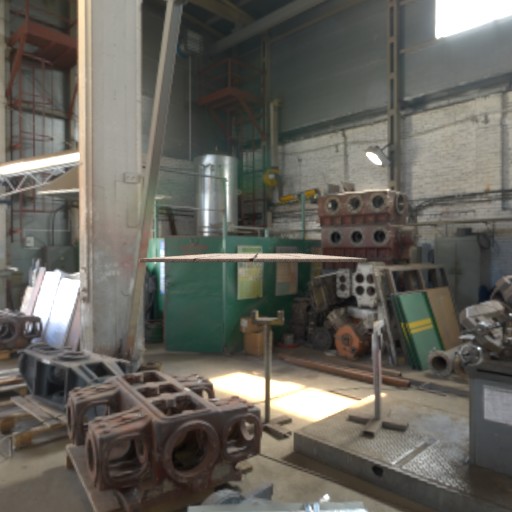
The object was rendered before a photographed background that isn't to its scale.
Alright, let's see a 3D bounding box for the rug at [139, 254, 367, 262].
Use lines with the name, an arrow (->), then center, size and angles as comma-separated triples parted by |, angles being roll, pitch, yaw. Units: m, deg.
rug -> 0.000, 0.000, 2.690 | 0.762, 0.012, 2.438 | 0, 1, 0
